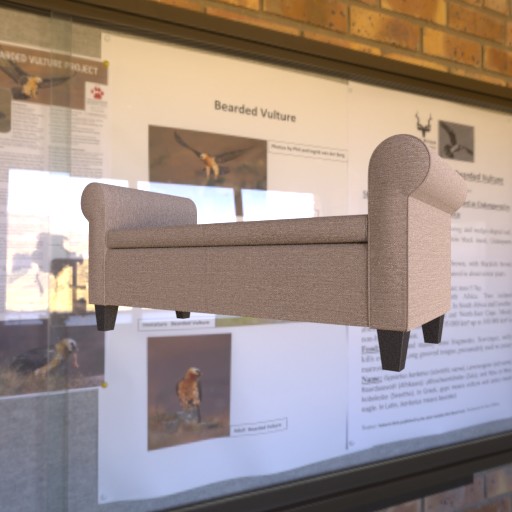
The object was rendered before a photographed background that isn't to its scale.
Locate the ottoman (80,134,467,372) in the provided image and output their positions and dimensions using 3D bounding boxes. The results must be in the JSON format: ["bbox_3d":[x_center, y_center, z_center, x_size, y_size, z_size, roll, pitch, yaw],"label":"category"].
[{"bbox_3d":[0.000,0.000,1.523,1.256,0.547,0.521,0,-1,34],"label":"ottoman"}]
